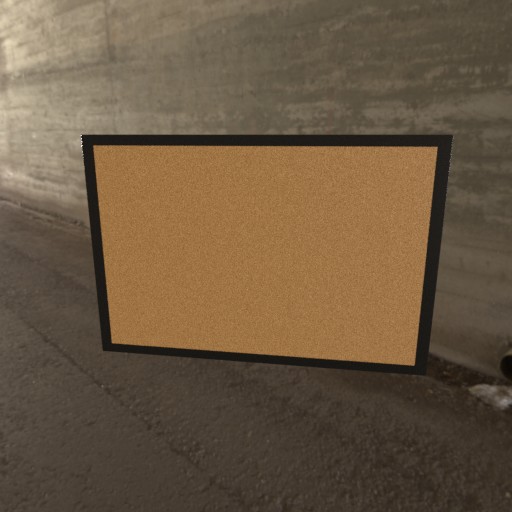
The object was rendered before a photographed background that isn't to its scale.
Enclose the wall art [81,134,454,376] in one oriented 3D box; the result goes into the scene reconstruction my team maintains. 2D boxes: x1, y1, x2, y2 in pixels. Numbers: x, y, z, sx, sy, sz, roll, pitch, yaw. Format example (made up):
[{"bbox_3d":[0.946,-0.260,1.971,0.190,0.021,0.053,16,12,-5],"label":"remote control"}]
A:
[{"bbox_3d":[0.000,0.000,1.045,0.819,0.552,0.015,2,16,8],"label":"wall art"}]
